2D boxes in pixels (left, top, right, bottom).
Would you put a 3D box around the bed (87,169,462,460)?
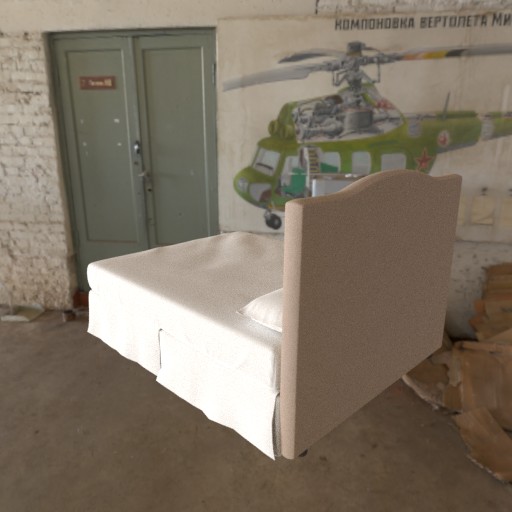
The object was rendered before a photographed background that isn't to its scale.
[{"bbox_3d":[0.000,0.000,3.387,1.821,1.436,2.282,-15,22,-42],"label":"bed"}]
